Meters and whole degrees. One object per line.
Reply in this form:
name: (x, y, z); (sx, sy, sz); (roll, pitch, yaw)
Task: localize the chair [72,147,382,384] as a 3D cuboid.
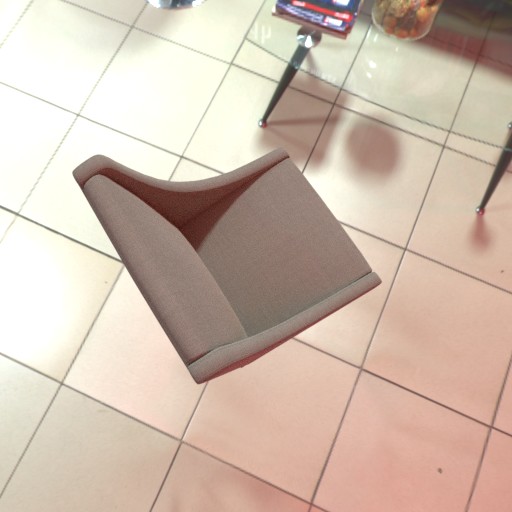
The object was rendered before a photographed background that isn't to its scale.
chair: (0.000, 0.000, 1.406); (0.611, 1.021, 0.575); (-32, 78, -8)
